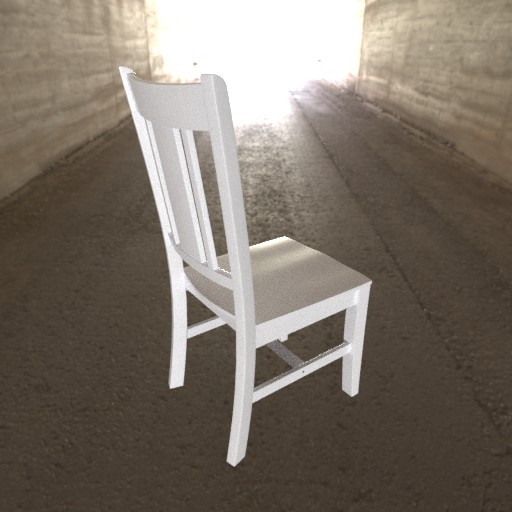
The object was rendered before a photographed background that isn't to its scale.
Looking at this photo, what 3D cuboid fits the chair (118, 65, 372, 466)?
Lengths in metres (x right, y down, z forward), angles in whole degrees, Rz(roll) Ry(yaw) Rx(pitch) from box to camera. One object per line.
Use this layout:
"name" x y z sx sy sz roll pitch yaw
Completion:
"chair" 0.000 0.000 1.264 0.555 0.998 0.450 -17 30 -32
